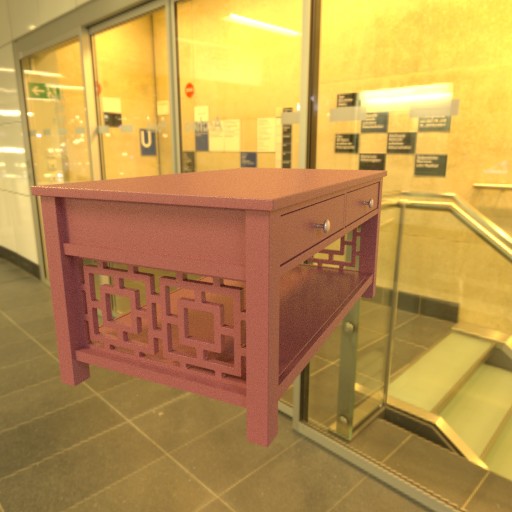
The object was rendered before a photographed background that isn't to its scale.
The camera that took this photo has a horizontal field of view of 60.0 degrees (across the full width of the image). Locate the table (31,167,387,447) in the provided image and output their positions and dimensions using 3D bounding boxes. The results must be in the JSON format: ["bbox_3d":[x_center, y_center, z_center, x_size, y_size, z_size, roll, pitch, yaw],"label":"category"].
[{"bbox_3d":[0.000,0.000,1.395,0.612,0.493,1.068,7,15,25],"label":"table"}]
